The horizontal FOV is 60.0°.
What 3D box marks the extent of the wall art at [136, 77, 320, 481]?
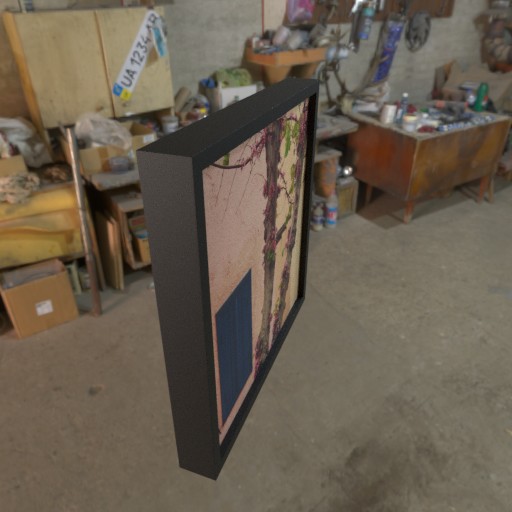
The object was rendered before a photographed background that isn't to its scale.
[{"bbox_3d":[0.000,0.000,0.459,0.038,0.304,0.305,11,32,18],"label":"wall art"}]
